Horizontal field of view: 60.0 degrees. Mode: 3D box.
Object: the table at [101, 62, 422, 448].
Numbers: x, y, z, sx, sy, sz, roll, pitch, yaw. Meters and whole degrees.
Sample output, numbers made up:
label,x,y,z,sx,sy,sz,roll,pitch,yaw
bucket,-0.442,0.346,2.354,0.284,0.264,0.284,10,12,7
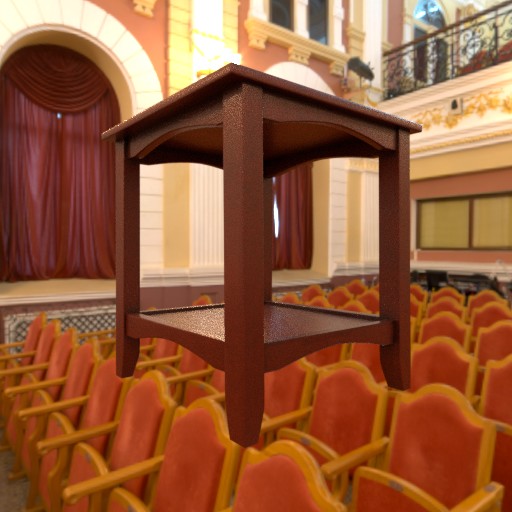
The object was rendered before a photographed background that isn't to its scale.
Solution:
label,x,y,z,sx,sy,sz,roll,pitch,yaw
table,0.000,0.000,0.979,0.522,0.558,0.523,-1,1,-37
